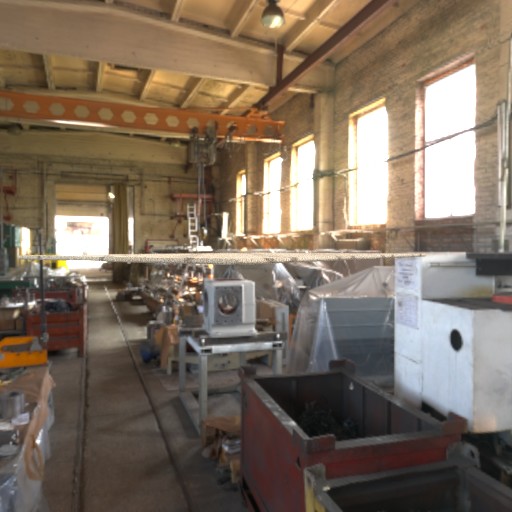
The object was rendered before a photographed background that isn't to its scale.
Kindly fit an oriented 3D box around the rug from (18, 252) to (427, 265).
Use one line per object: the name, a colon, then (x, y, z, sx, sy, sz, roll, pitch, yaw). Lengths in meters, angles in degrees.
rug: (0.000, 0.000, 3.376, 1.801, 0.026, 2.701, 1, 1, 36)
